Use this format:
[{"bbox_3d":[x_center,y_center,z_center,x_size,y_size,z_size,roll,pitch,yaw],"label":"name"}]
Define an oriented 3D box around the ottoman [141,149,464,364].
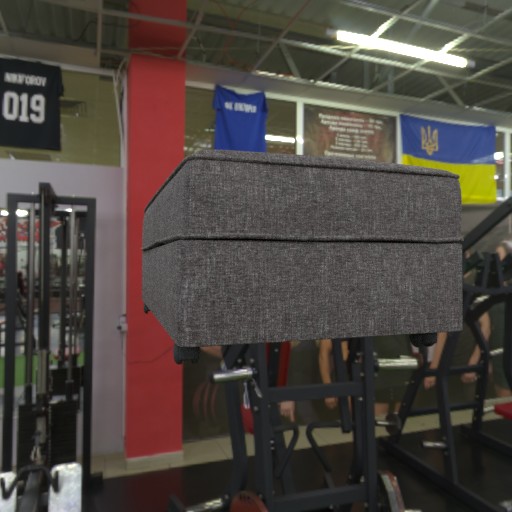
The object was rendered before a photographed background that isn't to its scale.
[{"bbox_3d":[0.000,0.000,1.526,0.717,0.487,1.184,0,-1,-18],"label":"ottoman"}]
